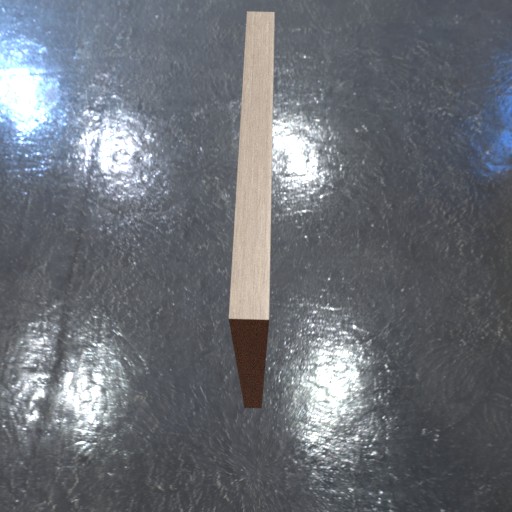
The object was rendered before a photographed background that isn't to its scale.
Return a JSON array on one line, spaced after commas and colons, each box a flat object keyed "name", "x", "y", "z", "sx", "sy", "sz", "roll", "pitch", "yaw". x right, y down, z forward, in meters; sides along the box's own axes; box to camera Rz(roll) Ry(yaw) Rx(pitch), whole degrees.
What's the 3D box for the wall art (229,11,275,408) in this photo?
[{"name": "wall art", "x": 0.000, "y": 0.000, "z": 0.645, "sx": 0.032, "sy": 0.510, "sz": 0.358, "roll": 2, "pitch": 64, "yaw": 1}]
